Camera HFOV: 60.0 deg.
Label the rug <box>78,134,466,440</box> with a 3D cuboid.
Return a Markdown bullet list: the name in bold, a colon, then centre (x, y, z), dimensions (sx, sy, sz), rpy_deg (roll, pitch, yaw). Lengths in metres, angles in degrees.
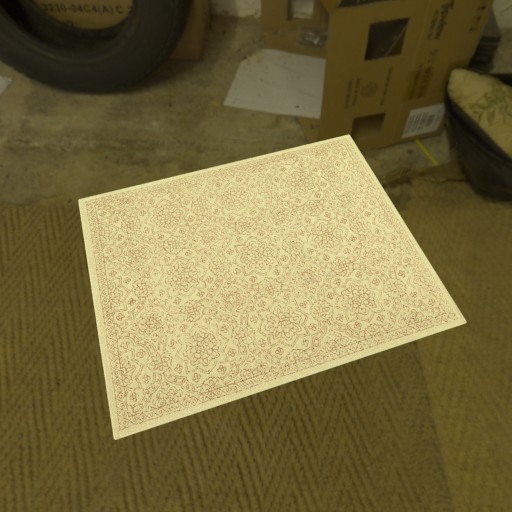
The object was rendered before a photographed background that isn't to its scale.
- **rug**: centre (0.000, 0.000, 4.204), dimensions (3.050, 0.015, 2.441), rpy_deg (-16, 59, -10)
